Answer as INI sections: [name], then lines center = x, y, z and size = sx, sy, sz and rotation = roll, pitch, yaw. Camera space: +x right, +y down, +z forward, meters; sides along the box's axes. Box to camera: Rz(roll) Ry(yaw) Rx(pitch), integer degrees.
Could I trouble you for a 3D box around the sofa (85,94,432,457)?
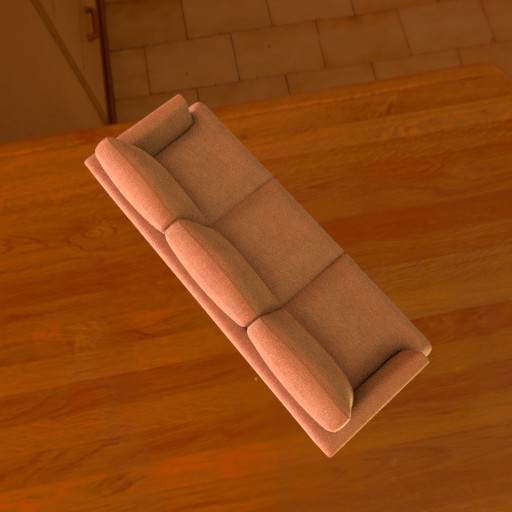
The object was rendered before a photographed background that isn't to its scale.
[sofa]
center = 0.000, 0.000, 2.768
size = 0.903, 0.930, 2.246
rotation = -40, 78, -10
